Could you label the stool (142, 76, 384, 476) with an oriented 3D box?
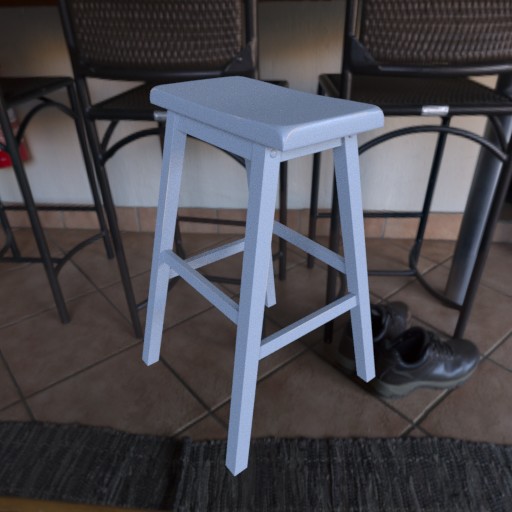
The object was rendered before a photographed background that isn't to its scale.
[{"bbox_3d":[0.000,0.000,1.062,0.476,0.737,0.457,-22,37,-32],"label":"stool"}]
